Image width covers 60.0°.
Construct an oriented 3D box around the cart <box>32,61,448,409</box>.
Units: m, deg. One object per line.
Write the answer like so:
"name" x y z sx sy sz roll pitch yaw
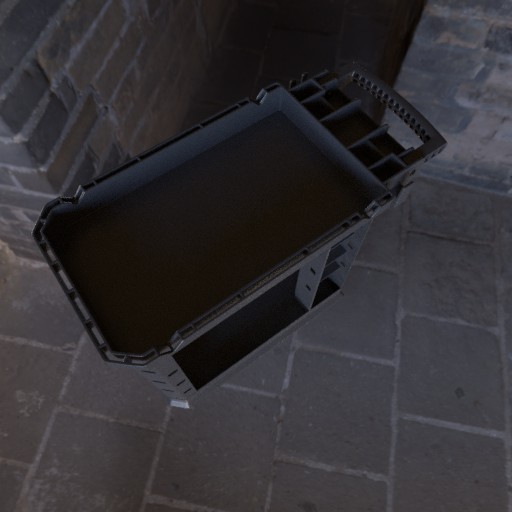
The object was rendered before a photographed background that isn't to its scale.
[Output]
"cart" 0.000 0.000 1.529 1.061 0.884 0.497 -33 68 -15
